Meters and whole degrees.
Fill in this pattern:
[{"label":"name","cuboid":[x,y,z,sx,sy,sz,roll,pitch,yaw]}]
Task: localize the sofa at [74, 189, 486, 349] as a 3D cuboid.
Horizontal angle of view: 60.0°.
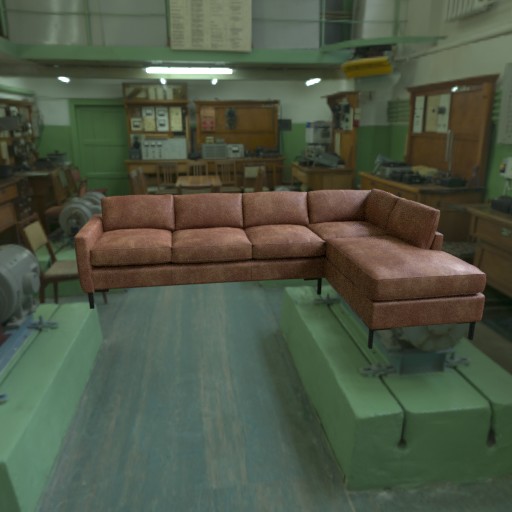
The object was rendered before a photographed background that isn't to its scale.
[{"label":"sofa","cuboid":[0.000,0.000,3.775,2.984,0.877,1.938,-3,17,-9]}]
